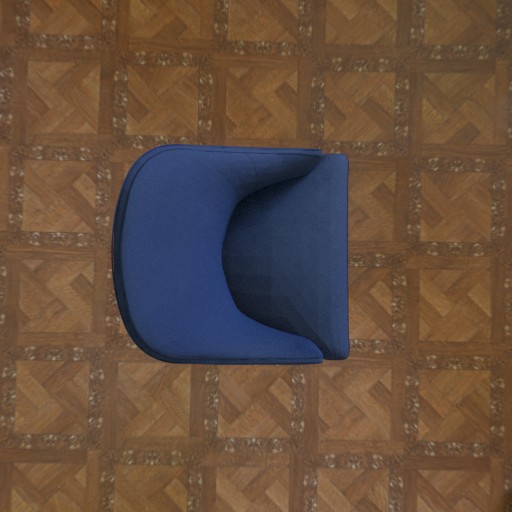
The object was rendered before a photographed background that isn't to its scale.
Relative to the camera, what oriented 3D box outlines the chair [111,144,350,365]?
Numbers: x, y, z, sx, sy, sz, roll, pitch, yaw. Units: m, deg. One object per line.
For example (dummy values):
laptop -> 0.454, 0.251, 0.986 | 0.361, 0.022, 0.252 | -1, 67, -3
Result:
chair -> 0.000, 0.000, 1.297 | 0.575, 0.889, 0.643 | 0, 89, 0
